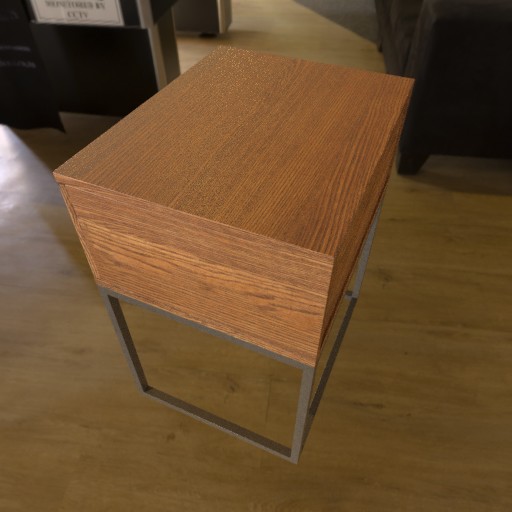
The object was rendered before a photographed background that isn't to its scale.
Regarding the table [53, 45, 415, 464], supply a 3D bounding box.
[{"bbox_3d":[0.000,0.000,0.902,0.400,0.610,0.482,18,48,17],"label":"table"}]
